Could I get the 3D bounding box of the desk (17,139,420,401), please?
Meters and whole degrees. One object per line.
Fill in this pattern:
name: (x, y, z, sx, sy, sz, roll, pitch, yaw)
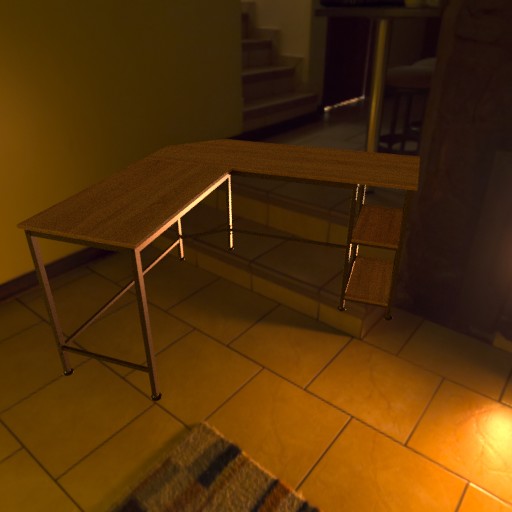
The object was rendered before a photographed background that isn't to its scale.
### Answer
desk: (0.000, 0.000, 2.174, 1.379, 0.739, 1.379, 9, 30, 16)
